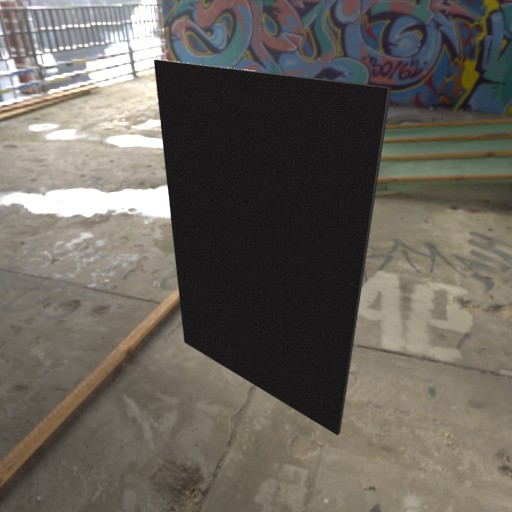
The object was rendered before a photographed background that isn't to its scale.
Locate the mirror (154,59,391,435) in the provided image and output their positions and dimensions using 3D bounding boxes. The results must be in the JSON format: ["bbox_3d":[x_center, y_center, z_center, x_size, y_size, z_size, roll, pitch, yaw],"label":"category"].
[{"bbox_3d":[0.000,0.000,1.171,0.613,0.914,0.039,22,37,32],"label":"mirror"}]
